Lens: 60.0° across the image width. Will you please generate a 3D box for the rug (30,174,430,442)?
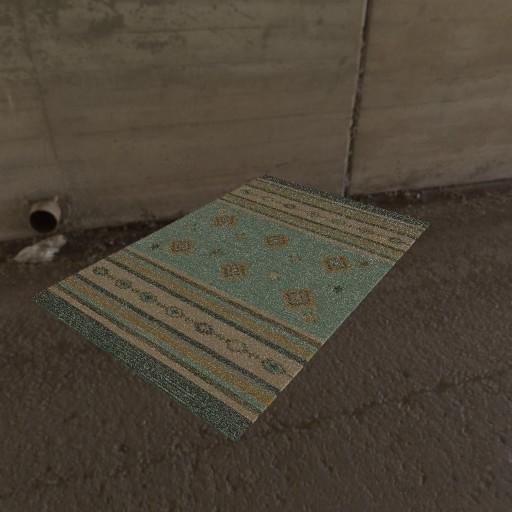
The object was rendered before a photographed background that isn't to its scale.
[{"bbox_3d":[0.000,0.000,2.321,1.212,0.010,1.811,22,39,31],"label":"rug"}]
